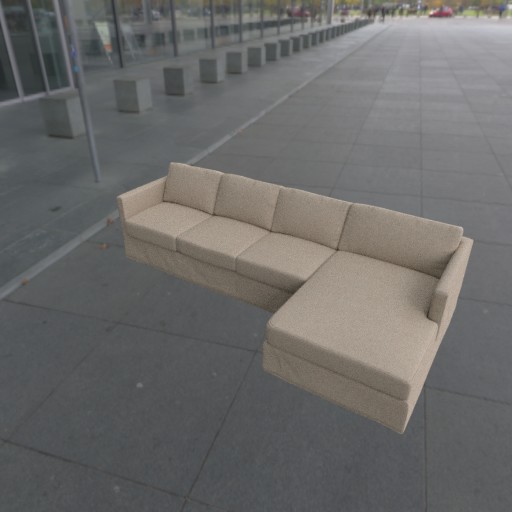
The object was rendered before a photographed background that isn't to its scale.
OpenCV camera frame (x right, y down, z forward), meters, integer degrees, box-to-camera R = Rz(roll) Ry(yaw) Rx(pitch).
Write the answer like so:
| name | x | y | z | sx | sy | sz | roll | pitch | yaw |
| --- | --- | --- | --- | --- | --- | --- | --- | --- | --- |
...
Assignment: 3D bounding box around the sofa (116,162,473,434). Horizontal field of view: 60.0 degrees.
| name | x | y | z | sx | sy | sz | roll | pitch | yaw |
| --- | --- | --- | --- | --- | --- | --- | --- | --- | --- |
| sofa | 0.000 | 0.000 | 3.857 | 3.177 | 0.867 | 1.622 | 18 | 34 | 28 |
